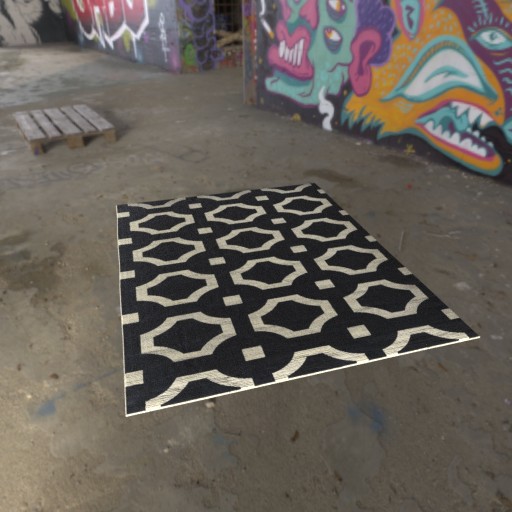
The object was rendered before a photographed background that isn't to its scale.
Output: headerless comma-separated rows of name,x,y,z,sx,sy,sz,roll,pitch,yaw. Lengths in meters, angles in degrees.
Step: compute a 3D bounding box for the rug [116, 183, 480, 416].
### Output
rug,0.000,0.000,4.131,2.466,0.021,3.049,-8,32,-14
